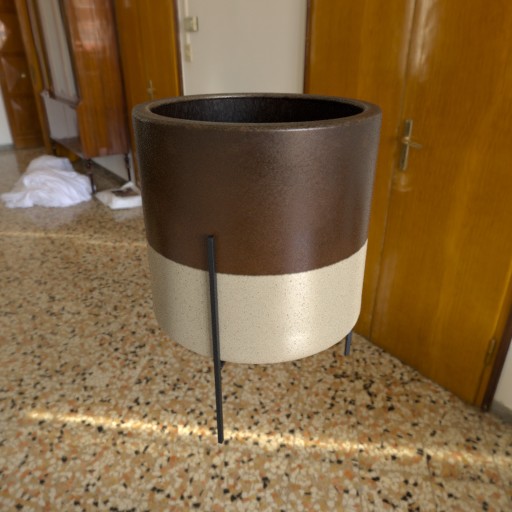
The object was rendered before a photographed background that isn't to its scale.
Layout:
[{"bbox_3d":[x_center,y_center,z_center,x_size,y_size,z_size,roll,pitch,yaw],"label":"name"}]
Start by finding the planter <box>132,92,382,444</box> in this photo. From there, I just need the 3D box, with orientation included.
[{"bbox_3d":[0.000,0.000,0.717,0.345,0.465,0.354,8,27,16],"label":"planter"}]
